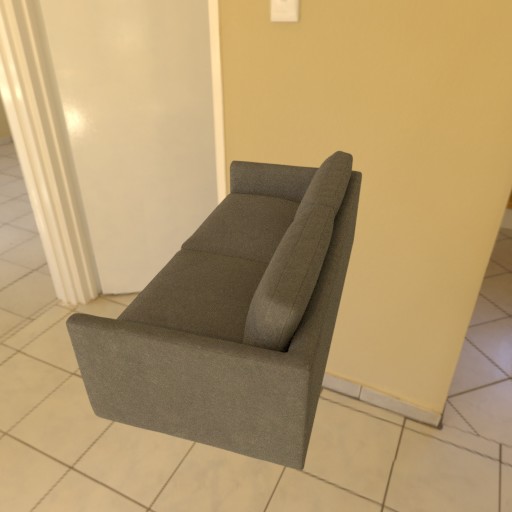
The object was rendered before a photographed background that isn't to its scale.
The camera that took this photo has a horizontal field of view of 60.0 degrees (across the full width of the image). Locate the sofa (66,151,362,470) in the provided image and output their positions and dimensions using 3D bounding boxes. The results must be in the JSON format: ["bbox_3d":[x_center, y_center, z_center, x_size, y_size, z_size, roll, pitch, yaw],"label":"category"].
[{"bbox_3d":[0.000,0.000,2.811,1.092,0.838,2.257,9,32,14],"label":"sofa"}]
